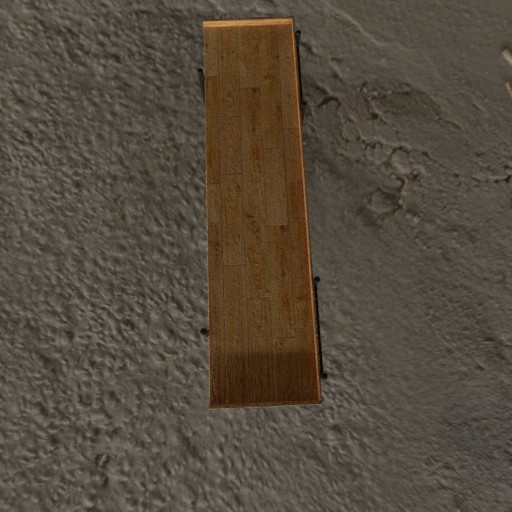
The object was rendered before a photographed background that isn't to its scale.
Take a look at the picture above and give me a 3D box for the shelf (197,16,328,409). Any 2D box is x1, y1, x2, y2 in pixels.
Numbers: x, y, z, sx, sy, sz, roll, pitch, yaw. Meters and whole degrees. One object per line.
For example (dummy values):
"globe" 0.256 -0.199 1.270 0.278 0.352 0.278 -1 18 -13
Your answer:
"shelf" 0.000 0.000 2.350 0.379 1.826 1.371 -2 76 -1
